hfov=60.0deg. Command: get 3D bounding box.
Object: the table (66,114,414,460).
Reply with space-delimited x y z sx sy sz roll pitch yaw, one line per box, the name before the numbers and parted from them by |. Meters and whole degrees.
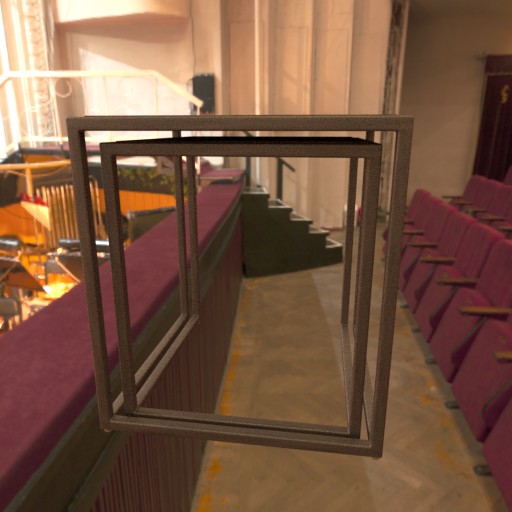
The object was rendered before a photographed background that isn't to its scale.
table | 0.000 0.000 0.842 0.450 0.500 0.449 2 16 8
